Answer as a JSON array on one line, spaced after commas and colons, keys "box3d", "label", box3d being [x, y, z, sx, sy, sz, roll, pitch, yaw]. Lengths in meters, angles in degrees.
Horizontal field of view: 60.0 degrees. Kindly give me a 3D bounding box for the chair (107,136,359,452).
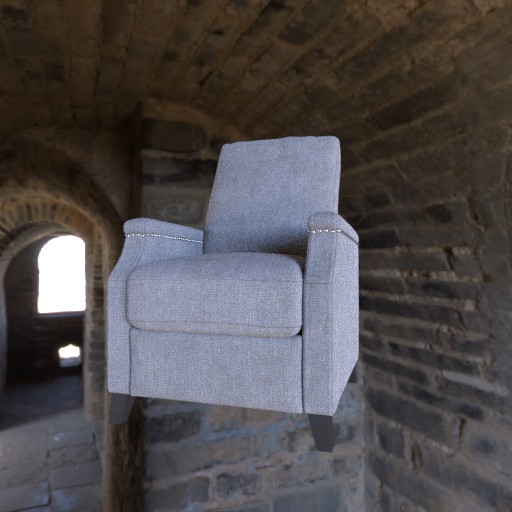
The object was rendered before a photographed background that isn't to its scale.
[{"box3d": [0.000, 0.000, 1.668, 0.710, 1.049, 0.922, 0, -1, 18], "label": "chair"}]
